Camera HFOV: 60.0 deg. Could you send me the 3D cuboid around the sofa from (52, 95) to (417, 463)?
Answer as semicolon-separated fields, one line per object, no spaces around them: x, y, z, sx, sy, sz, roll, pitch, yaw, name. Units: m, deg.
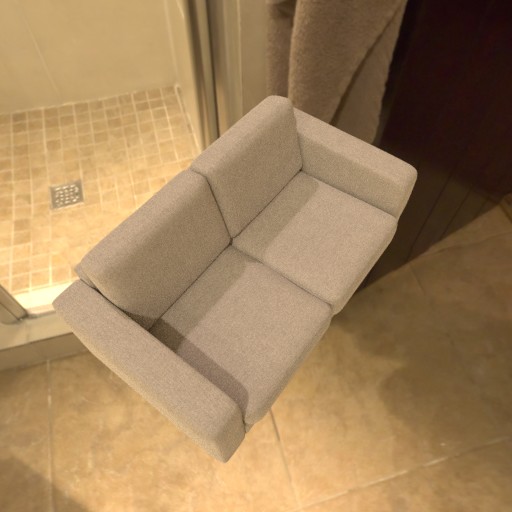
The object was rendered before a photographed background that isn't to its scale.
0.000;0.000;2.066;0.900;0.800;1.540;33;63;19;sofa
